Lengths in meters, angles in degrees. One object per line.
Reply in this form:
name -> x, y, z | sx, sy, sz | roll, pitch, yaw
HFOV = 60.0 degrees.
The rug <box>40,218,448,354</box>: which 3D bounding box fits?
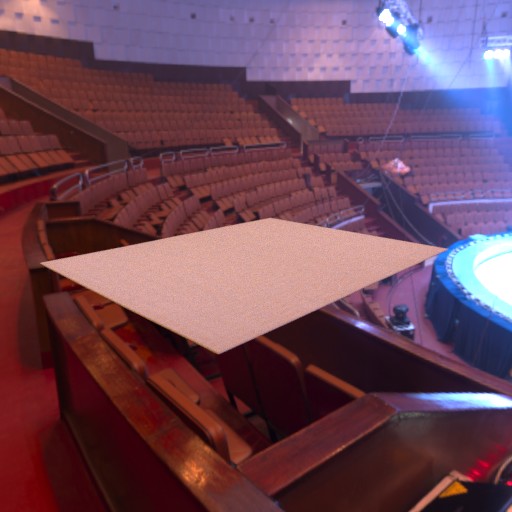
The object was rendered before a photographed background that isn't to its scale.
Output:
rug -> 0.000, 0.000, 4.196 | 2.410, 0.021, 3.055 | 15, 21, 42
